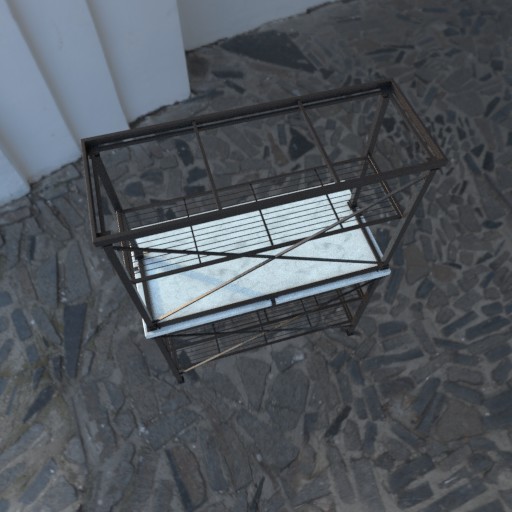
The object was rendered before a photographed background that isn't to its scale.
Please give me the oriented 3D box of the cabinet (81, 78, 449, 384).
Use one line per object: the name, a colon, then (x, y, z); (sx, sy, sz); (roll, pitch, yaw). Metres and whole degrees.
cabinet: (0.000, 0.000, 2.272); (1.210, 1.659, 0.610); (-14, 60, -8)
